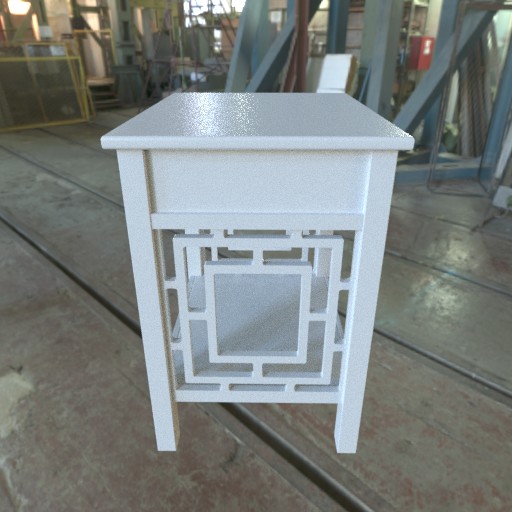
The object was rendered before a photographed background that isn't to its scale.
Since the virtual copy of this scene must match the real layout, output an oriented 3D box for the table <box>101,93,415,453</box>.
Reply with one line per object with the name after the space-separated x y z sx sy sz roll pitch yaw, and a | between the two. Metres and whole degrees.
0.000 0.000 1.013 0.451 0.646 0.564 0 26 1 | table
